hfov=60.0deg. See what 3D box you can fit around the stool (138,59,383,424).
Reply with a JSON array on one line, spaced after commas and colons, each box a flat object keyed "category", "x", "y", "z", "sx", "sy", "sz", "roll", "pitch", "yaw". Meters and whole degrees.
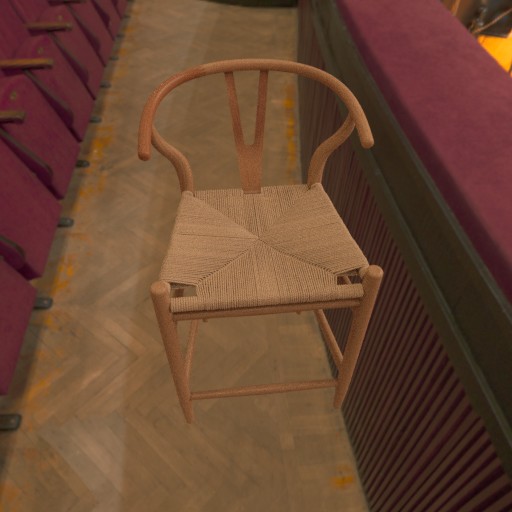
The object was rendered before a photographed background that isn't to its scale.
[{"category": "stool", "x": 0.000, "y": 0.000, "z": 1.305, "sx": 0.536, "sy": 0.923, "sz": 0.575, "roll": -4, "pitch": 46, "yaw": -4}]
